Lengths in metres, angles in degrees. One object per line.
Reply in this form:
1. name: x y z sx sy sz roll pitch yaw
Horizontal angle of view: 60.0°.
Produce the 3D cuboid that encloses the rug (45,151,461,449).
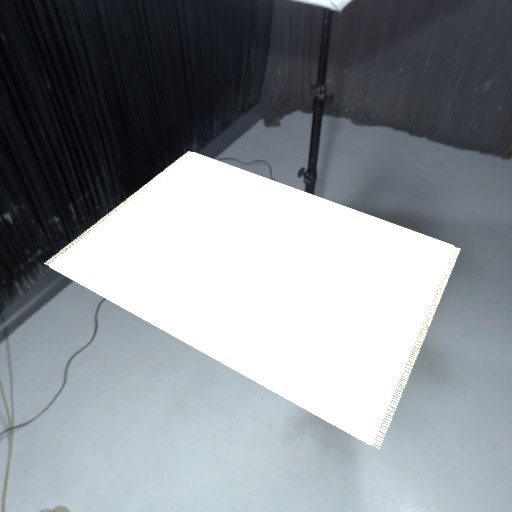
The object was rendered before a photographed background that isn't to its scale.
1. rug: 0.000 0.000 2.867 2.233 0.011 1.514 24 50 21
